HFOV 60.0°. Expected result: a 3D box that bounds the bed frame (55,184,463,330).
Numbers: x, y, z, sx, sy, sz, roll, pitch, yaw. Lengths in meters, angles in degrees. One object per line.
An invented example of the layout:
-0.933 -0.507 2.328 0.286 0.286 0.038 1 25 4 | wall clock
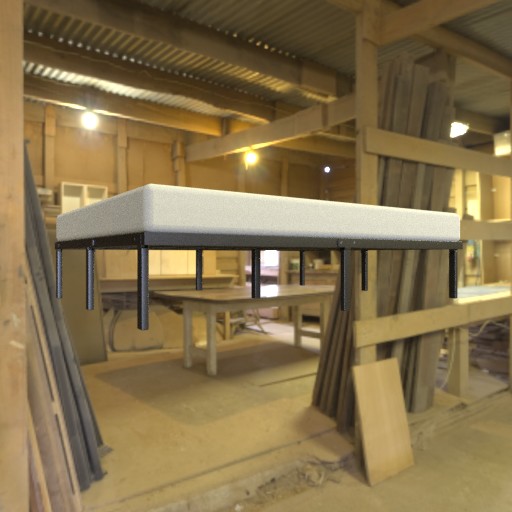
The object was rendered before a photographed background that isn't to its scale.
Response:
0.000 0.000 3.567 2.635 0.680 1.990 0 0 -35 | bed frame
